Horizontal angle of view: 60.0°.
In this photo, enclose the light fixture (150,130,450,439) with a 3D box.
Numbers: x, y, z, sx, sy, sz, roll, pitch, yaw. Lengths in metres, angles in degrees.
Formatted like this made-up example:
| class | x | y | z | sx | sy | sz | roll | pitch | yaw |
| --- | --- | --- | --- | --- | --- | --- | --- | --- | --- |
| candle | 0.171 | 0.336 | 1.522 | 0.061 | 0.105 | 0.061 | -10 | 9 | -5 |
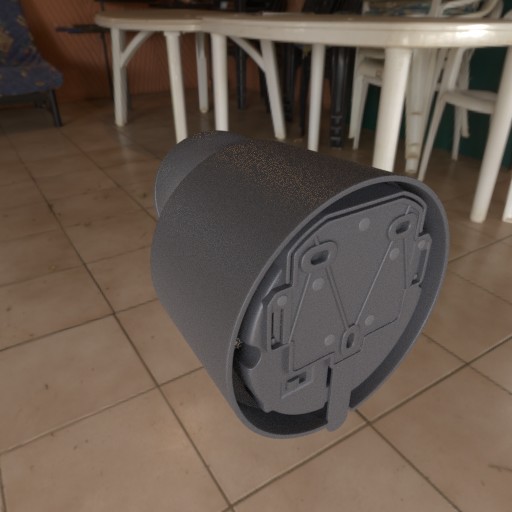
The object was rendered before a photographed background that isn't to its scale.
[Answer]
| class | x | y | z | sx | sy | sz | roll | pitch | yaw |
| --- | --- | --- | --- | --- | --- | --- | --- | --- | --- |
| light fixture | 0.000 | 0.000 | 0.261 | 0.134 | 0.143 | 0.160 | -18 | 34 | -29 |
